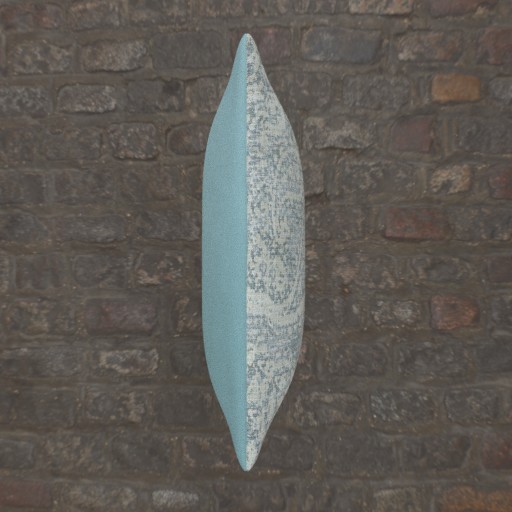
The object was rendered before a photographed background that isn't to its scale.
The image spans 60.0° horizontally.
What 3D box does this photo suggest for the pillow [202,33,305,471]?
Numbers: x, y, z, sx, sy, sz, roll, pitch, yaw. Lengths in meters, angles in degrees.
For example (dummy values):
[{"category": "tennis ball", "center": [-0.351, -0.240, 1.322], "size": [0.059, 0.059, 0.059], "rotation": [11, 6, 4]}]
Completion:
[{"category": "pillow", "center": [0.000, 0.000, 0.777], "size": [0.166, 0.507, 0.526], "rotation": [0, 89, 1]}]
